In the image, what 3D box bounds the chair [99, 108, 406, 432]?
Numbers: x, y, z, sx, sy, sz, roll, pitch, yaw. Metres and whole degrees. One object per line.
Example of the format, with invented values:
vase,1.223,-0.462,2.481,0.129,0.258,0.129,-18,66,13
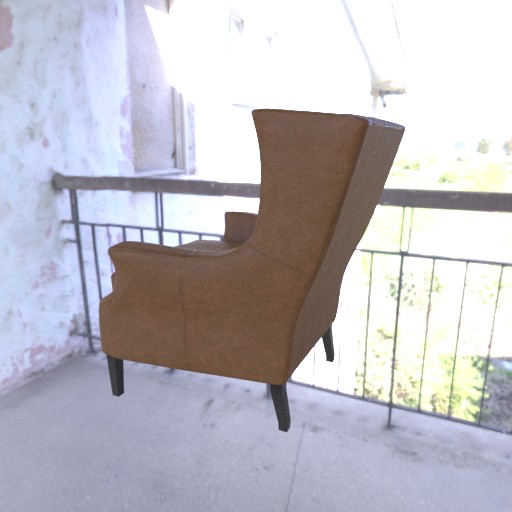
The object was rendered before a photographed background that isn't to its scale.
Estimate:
chair,0.000,0.000,1.678,0.925,1.016,0.852,7,16,25
